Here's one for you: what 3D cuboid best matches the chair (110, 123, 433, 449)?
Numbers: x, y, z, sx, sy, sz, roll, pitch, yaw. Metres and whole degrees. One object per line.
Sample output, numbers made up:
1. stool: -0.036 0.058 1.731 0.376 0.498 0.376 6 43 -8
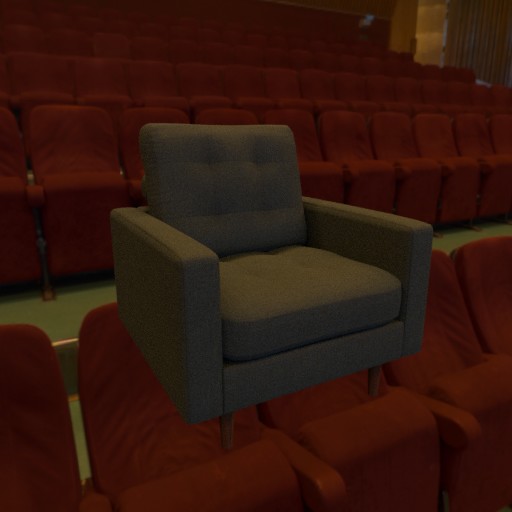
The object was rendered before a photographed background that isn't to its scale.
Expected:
1. chair: 0.000 0.000 1.524 0.821 0.880 0.843 -8 17 -28
